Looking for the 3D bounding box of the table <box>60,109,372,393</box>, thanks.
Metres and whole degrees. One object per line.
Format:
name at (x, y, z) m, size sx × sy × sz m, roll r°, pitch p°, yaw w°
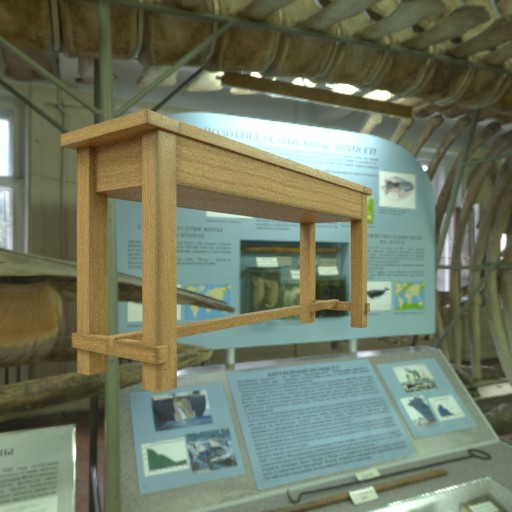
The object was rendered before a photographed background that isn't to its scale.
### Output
table at (0.000, 0.000, 1.939) m, size 0.442 × 0.762 × 1.599 m, roll 0°, pitch -1°, yaw 36°
